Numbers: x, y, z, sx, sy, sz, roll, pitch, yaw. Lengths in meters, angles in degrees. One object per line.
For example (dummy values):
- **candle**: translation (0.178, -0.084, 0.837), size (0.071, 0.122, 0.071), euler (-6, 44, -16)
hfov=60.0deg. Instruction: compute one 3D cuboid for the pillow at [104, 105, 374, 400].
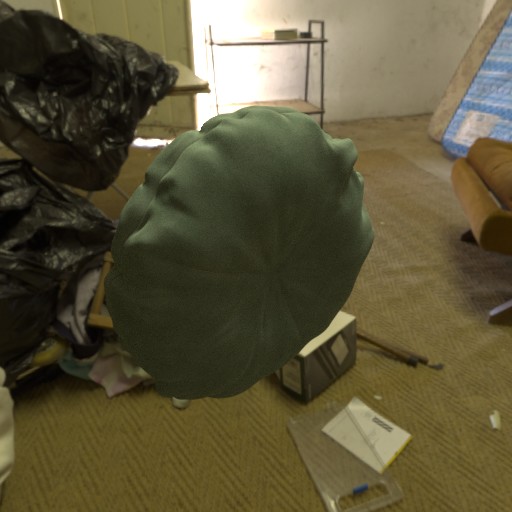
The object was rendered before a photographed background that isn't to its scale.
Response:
- **pillow**: translation (0.000, 0.000, 0.633), size (0.428, 0.407, 0.148), euler (-21, 36, -32)
